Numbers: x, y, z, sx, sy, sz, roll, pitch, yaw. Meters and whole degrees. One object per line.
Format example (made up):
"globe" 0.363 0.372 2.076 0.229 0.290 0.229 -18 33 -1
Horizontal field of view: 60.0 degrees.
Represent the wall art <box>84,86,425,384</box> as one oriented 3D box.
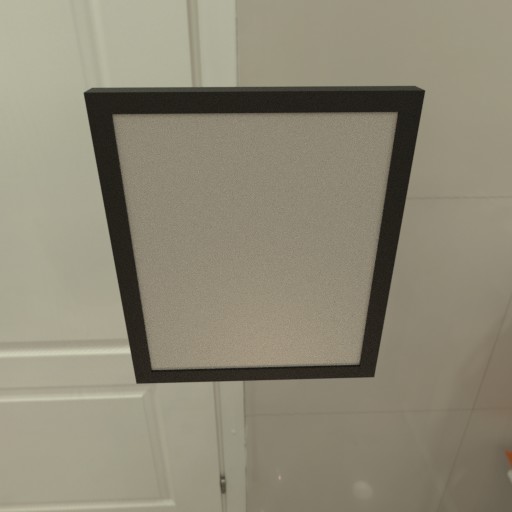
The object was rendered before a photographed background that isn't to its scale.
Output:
"wall art" 0.000 0.000 0.534 0.330 0.381 0.029 -1 29 -2
